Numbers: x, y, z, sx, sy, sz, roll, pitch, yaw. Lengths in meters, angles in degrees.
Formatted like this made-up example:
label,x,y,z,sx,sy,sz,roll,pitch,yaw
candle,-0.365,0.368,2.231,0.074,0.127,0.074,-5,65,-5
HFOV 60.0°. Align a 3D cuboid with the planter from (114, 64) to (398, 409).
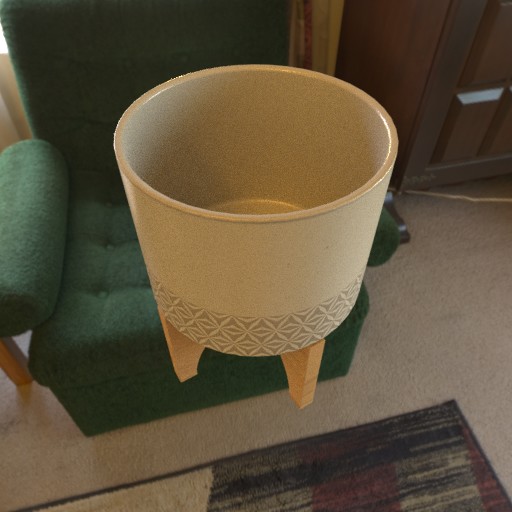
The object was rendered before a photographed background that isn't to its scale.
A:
label,x,y,z,sx,sy,sz,roll,pitch,yaw
planter,0.000,0.000,0.521,0.249,0.343,0.249,0,47,0
